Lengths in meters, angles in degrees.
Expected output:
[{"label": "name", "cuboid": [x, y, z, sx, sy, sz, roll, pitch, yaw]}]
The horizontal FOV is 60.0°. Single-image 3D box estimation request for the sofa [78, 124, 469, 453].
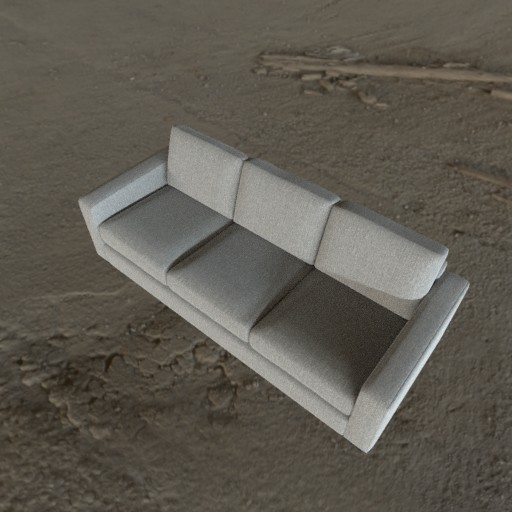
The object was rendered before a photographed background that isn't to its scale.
[{"label": "sofa", "cuboid": [0.000, 0.000, 2.594, 2.120, 0.800, 0.900, 31, 54, 26]}]
